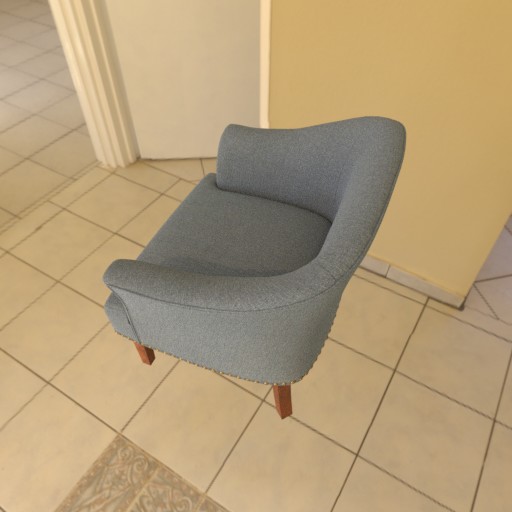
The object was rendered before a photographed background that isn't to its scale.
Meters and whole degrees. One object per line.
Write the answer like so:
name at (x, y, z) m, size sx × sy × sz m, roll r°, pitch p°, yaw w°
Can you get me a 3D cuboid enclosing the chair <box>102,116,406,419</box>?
chair at (0.000, 0.000, 1.405) m, size 0.704 × 0.815 × 0.798 m, roll 17°, pitch 49°, yaw 15°
